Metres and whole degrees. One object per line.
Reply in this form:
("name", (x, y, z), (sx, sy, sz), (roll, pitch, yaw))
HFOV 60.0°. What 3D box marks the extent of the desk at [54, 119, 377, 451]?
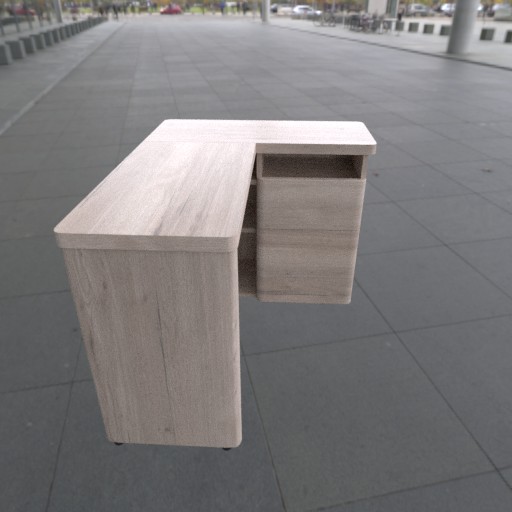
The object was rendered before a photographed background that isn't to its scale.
("desk", (0.000, 0.000, 1.704), (0.900, 0.760, 1.169), (2, 30, 3))
